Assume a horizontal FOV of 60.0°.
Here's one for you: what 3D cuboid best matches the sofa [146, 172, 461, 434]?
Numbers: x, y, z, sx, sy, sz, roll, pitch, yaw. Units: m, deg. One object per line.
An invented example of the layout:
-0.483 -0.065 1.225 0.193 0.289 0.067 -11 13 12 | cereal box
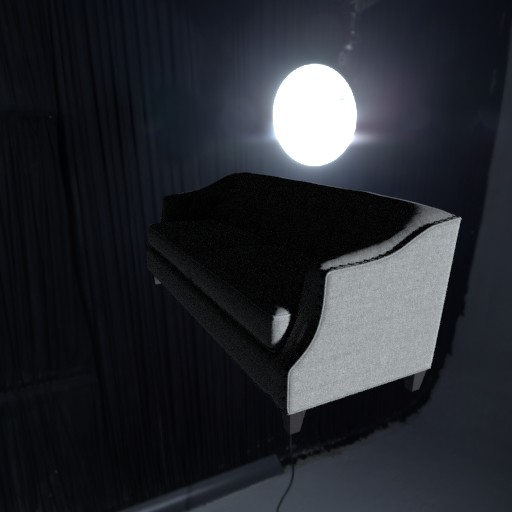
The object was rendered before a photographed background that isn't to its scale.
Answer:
0.000 0.000 2.822 0.914 0.901 2.235 -8 18 -26 | sofa
